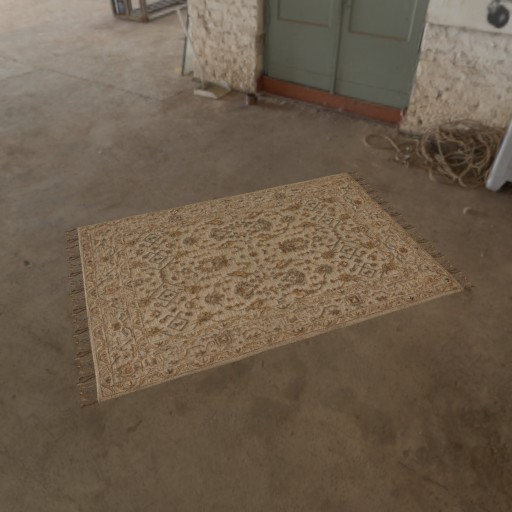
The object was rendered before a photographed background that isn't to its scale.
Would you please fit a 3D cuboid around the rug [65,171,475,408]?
[{"bbox_3d":[0.000,0.000,3.035,2.434,0.027,1.529,-14,43,-15],"label":"rug"}]
